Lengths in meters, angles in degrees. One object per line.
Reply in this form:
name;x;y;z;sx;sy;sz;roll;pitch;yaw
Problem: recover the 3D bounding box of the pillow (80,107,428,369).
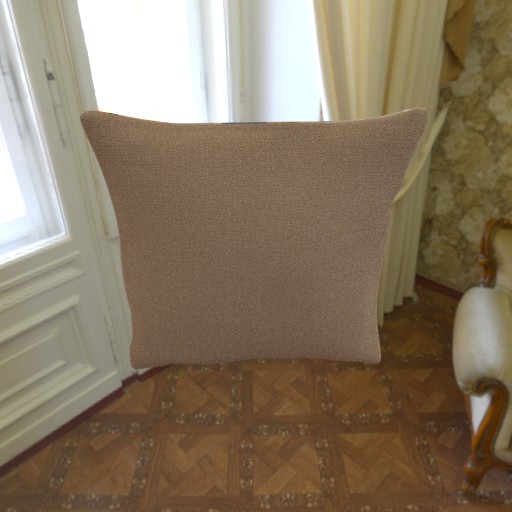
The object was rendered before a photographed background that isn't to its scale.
pillow;0.000;0.000;0.735;0.478;0.479;0.158;-1;31;-2
